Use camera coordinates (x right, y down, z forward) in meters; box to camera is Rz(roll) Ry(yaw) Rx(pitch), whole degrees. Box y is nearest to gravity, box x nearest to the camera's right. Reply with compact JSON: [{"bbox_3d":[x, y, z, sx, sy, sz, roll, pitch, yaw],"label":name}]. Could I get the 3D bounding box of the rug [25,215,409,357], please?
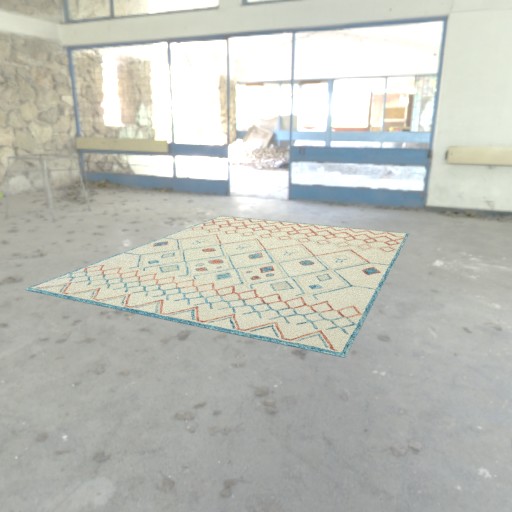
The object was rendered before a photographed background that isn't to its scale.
[{"bbox_3d":[0.000,0.000,4.183,2.441,0.016,3.050,7,18,23],"label":"rug"}]
